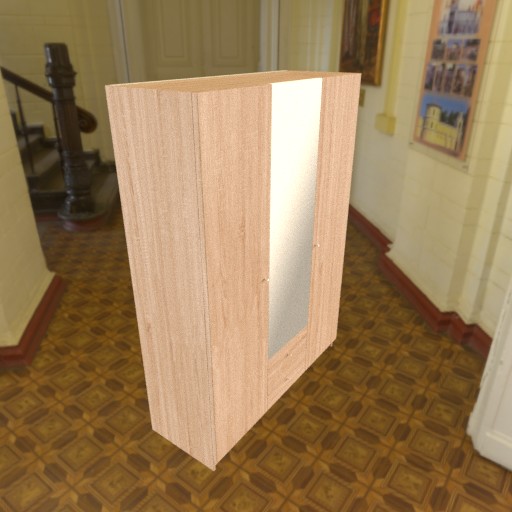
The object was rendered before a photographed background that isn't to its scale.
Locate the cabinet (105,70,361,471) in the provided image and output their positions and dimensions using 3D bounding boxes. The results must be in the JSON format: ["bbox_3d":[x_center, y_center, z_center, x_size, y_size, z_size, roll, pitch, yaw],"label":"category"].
[{"bbox_3d":[0.000,0.000,2.844,0.590,2.120,1.500,18,31,32],"label":"cabinet"}]
